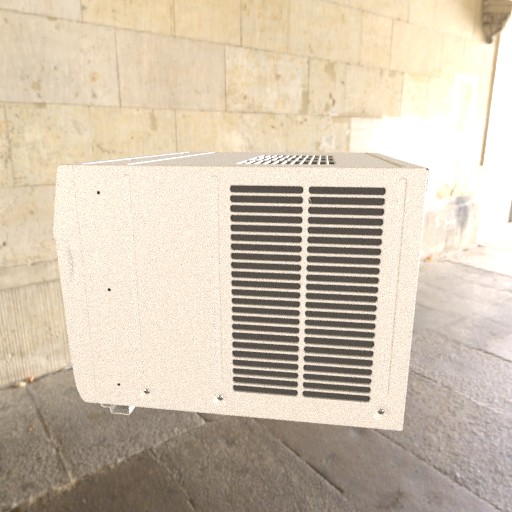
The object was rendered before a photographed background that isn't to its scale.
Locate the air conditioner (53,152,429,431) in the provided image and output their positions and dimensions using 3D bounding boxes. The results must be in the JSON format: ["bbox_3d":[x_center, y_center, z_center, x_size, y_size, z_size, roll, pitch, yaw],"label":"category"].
[{"bbox_3d":[0.000,0.000,1.039,0.599,0.455,0.645,2,15,8],"label":"air conditioner"}]
